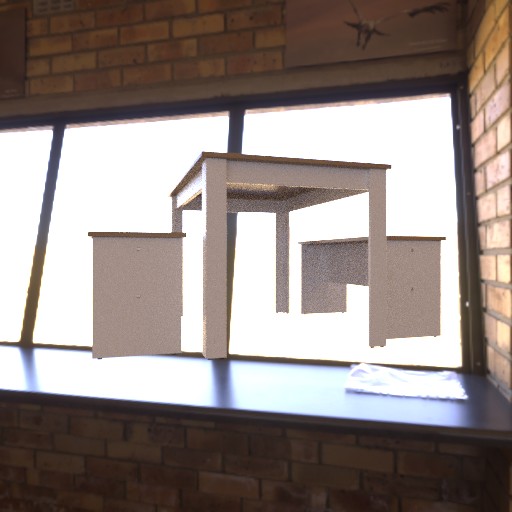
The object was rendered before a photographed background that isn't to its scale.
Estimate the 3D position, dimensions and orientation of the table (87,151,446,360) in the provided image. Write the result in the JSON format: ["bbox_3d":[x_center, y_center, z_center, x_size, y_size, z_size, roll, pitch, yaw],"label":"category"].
[{"bbox_3d":[0.000,0.000,2.099,1.443,0.700,1.100,0,0,-17],"label":"table"}]
